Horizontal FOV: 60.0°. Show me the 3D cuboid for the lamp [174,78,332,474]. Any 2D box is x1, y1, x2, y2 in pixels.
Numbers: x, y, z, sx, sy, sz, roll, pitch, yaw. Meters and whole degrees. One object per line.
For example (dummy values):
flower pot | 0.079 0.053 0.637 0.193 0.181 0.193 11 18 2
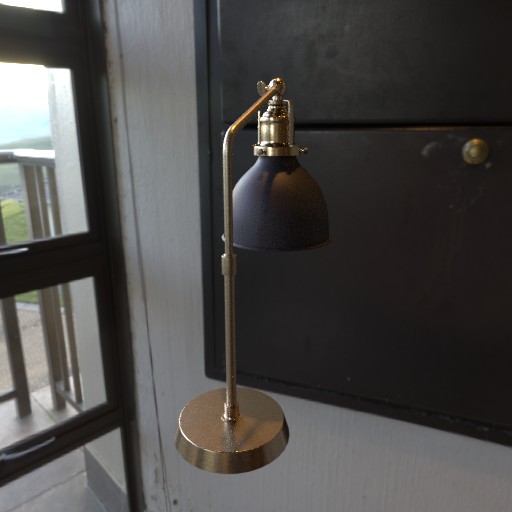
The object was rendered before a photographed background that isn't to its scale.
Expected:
lamp | 0.000 0.000 0.592 0.160 0.456 0.291 8 18 26
